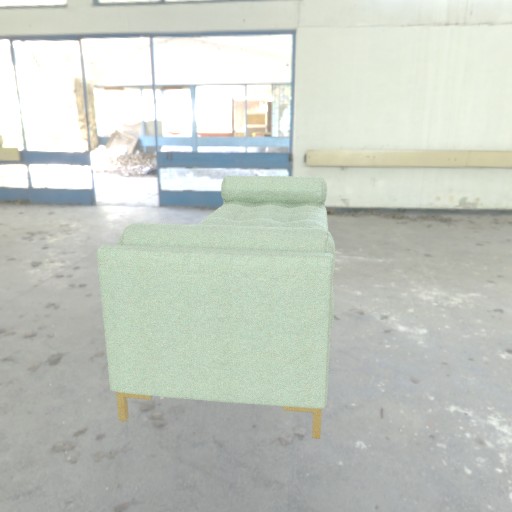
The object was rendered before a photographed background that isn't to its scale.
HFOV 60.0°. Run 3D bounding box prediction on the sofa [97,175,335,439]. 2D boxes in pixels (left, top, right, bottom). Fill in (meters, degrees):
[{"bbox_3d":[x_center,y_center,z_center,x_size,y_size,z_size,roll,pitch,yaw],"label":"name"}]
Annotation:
[{"bbox_3d":[0.000,0.000,2.458,0.796,0.705,2.102,2,16,8],"label":"sofa"}]
